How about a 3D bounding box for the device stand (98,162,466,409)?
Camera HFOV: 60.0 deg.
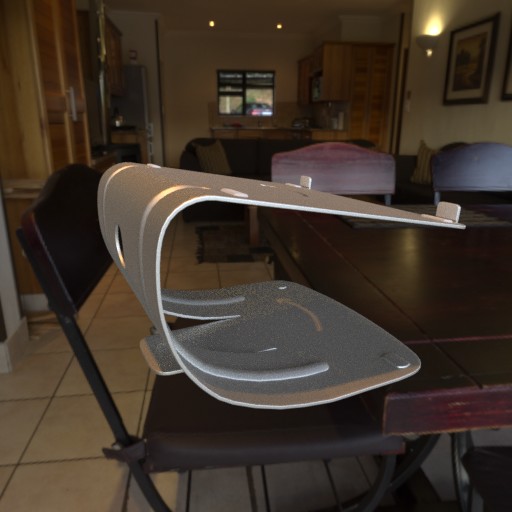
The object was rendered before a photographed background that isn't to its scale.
[{"bbox_3d":[0.000,0.000,0.400,0.236,0.155,0.256,-8,18,-25],"label":"device stand"}]
